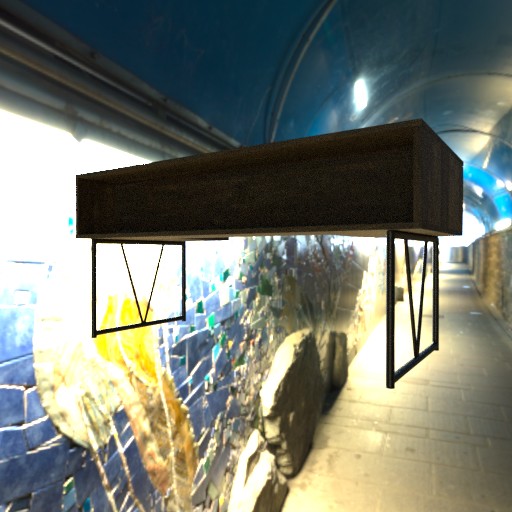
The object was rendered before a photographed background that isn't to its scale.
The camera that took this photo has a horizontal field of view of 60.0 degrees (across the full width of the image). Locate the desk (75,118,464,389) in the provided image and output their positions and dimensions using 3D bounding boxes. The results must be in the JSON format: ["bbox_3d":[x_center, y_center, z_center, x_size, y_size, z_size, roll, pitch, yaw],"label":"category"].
[{"bbox_3d":[0.000,0.000,1.988,1.600,0.780,0.730,0,0,34],"label":"desk"}]
